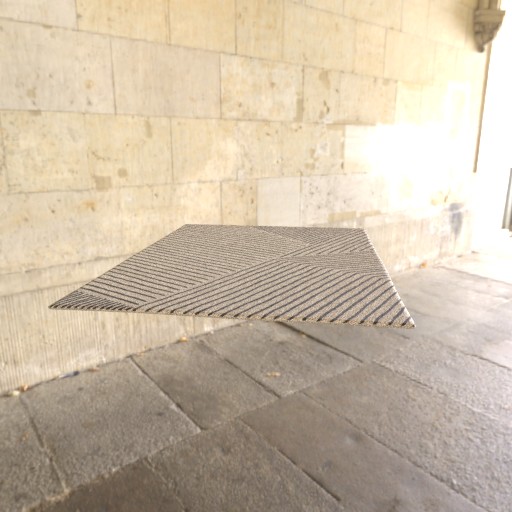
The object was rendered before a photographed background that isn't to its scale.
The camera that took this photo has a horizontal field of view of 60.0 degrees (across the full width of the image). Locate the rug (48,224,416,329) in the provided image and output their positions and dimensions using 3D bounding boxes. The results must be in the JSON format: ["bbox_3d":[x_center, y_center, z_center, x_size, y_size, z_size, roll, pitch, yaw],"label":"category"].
[{"bbox_3d":[0.000,0.000,3.323,1.829,0.028,2.449,2,14,8],"label":"rug"}]
